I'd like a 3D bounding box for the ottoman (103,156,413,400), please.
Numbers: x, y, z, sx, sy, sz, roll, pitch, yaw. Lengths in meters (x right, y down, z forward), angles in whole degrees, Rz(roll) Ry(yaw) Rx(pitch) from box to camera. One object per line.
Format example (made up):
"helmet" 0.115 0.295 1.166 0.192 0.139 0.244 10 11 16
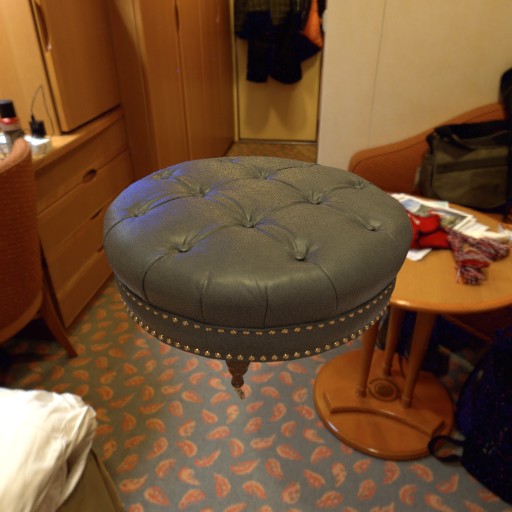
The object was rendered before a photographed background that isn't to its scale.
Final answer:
"ottoman" 0.000 0.000 1.398 0.901 0.439 0.901 0 31 0
